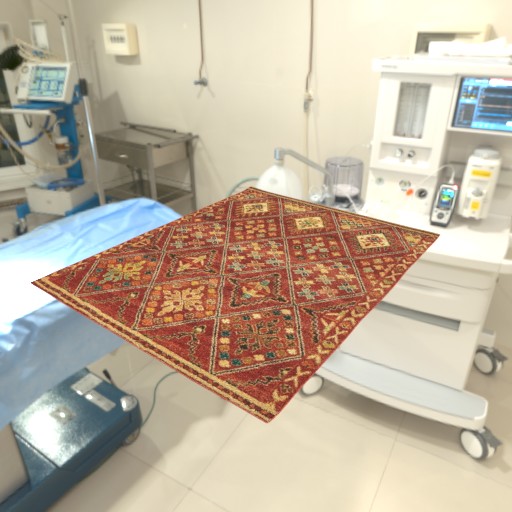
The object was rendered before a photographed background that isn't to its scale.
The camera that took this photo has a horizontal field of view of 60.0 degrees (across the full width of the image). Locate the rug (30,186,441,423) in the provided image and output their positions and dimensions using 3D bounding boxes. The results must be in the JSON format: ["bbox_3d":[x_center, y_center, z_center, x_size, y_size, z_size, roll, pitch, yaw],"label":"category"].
[{"bbox_3d":[0.000,0.000,4.165,2.489,0.030,3.086,19,33,32],"label":"rug"}]
